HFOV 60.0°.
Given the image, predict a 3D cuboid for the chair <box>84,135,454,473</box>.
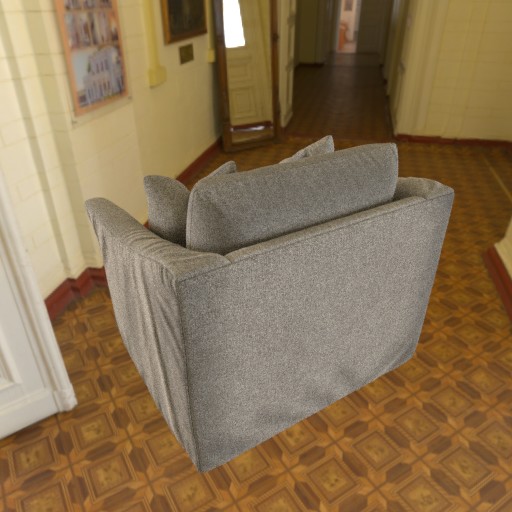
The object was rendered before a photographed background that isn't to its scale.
[{"bbox_3d":[0.000,0.000,1.994,1.194,1.059,1.071,-18,35,-28],"label":"chair"}]
